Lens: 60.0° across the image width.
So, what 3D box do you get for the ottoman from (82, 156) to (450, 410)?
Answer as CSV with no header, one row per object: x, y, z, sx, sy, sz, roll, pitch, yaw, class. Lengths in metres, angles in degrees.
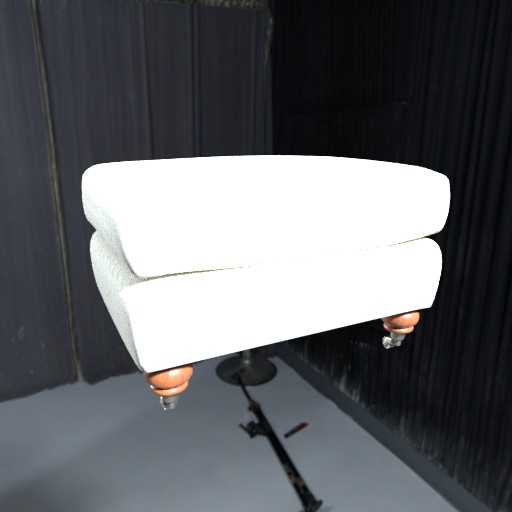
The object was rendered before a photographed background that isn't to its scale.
0.000,0.000,1.145,0.773,0.499,0.569,-8,17,-26,ottoman
